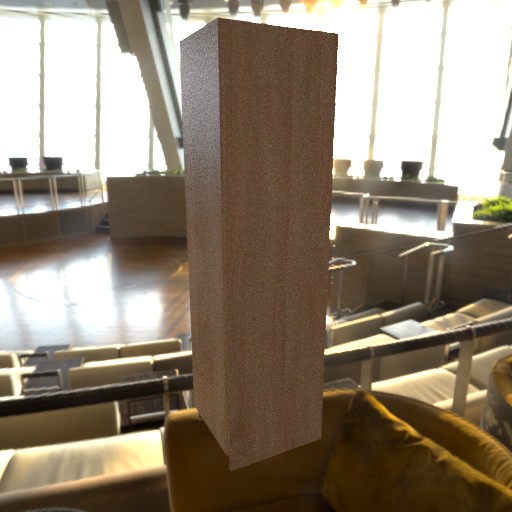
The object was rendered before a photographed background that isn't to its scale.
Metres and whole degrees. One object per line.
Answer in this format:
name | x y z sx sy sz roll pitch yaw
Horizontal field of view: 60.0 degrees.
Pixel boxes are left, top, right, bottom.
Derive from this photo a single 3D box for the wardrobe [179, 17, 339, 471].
wardrobe | 0.000 0.000 2.345 0.588 2.117 0.496 -8 17 -26
